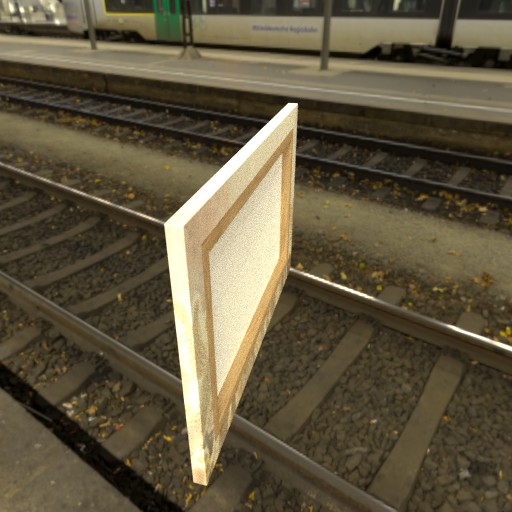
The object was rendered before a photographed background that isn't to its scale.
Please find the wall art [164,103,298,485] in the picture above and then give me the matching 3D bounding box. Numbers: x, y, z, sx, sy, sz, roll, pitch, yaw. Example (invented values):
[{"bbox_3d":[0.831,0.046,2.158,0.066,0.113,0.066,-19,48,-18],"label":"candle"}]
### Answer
[{"bbox_3d":[0.000,0.000,1.461,0.041,0.758,1.142,8,31,13],"label":"wall art"}]
